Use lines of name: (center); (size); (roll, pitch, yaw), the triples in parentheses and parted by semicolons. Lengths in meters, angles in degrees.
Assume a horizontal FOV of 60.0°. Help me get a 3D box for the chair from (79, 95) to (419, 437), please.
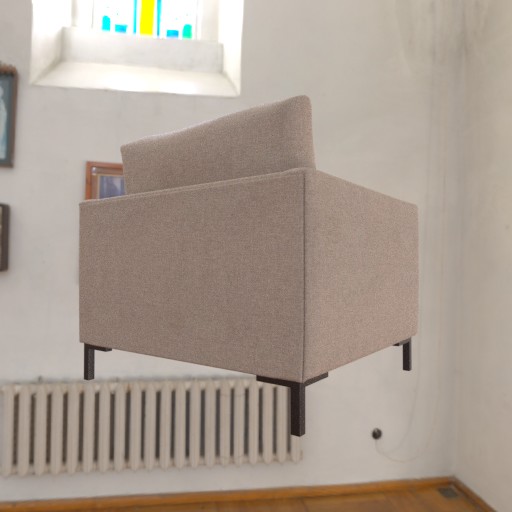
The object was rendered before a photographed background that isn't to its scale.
chair: (0.000, 0.000, 1.628); (0.963, 0.861, 0.866); (-1, -2, 37)
